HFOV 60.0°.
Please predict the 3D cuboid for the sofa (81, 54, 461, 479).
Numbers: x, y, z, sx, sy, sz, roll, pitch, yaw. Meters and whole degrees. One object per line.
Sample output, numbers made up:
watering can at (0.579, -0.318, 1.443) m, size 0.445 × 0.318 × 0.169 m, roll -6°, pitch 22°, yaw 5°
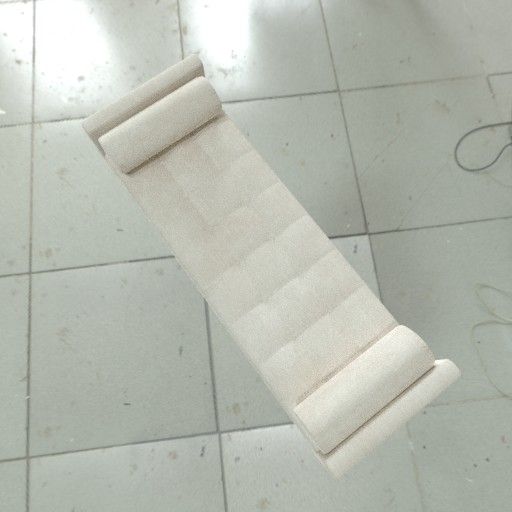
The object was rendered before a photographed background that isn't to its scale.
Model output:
sofa at (0.000, 0.000, 2.284) m, size 0.686 × 0.635 × 1.981 m, roll -35°, pitch 77°, yaw -9°
